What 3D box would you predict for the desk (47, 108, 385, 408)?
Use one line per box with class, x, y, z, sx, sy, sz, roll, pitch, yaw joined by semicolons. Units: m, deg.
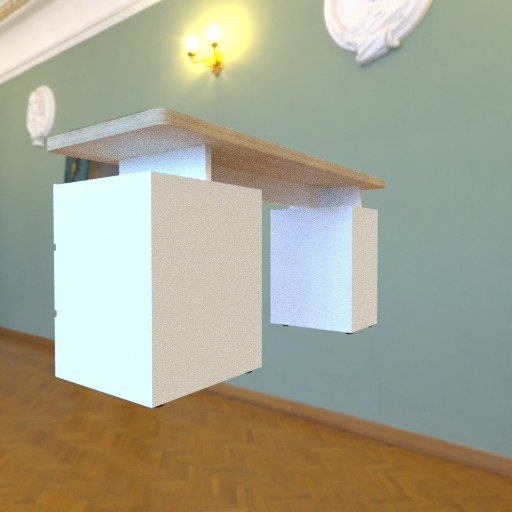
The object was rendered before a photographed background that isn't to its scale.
desk;0.000;0.000;1.839;0.550;0.755;1.500;1;2;36
